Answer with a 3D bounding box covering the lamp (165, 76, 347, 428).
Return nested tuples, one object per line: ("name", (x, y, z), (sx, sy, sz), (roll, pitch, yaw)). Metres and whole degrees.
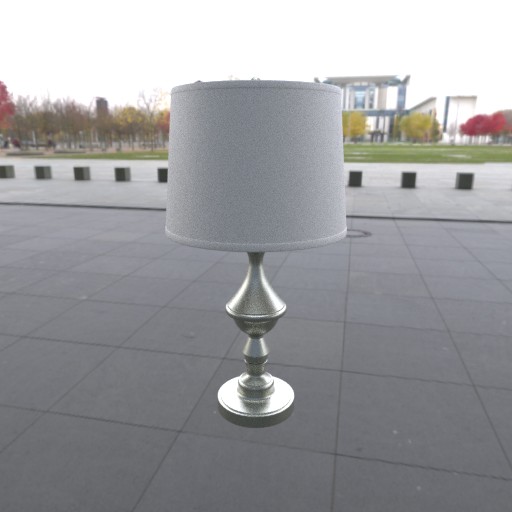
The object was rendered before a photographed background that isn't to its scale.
("lamp", (0.000, 0.000, 0.968), (0.383, 0.733, 0.383), (0, 15, 0))
